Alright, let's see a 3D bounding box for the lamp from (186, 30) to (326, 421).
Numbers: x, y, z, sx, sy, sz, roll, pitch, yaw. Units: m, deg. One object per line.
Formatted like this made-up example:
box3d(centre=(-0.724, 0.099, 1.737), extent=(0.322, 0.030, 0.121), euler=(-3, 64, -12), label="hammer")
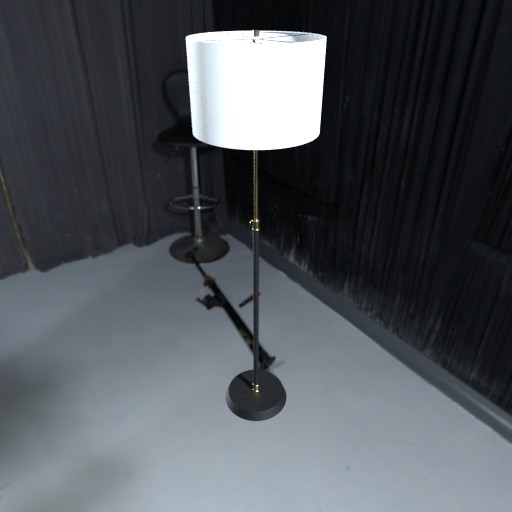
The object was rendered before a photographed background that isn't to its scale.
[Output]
box3d(centre=(0.000, 0.000, 1.668), extent=(0.404, 1.517, 0.404), euler=(-19, 36, -29), label="lamp")
